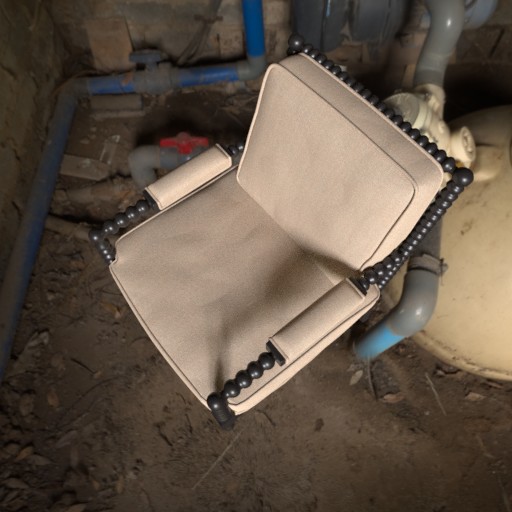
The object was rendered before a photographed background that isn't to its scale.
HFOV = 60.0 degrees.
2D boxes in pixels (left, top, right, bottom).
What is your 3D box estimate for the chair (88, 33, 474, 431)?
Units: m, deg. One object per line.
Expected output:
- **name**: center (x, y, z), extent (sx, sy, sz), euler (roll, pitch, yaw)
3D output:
- **chair**: center (0.000, 0.000, 1.135), extent (0.657, 0.703, 0.555), euler (-35, 68, -16)
